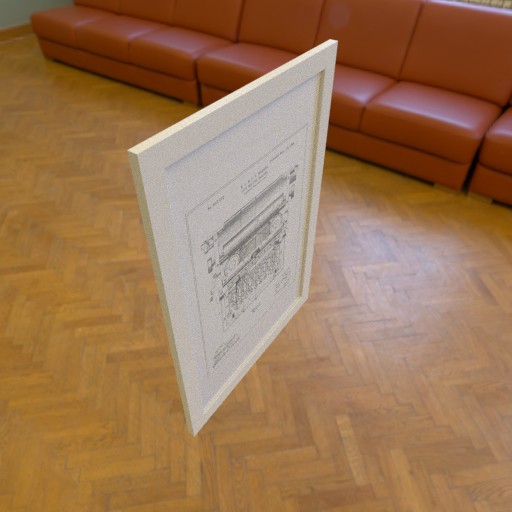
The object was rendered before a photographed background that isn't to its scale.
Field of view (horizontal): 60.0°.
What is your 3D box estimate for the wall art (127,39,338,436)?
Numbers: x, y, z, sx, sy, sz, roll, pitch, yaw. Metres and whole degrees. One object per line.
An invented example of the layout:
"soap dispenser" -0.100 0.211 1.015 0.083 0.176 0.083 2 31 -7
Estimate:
"wall art" 0.000 0.000 0.685 0.013 0.533 0.381 25 48 25
